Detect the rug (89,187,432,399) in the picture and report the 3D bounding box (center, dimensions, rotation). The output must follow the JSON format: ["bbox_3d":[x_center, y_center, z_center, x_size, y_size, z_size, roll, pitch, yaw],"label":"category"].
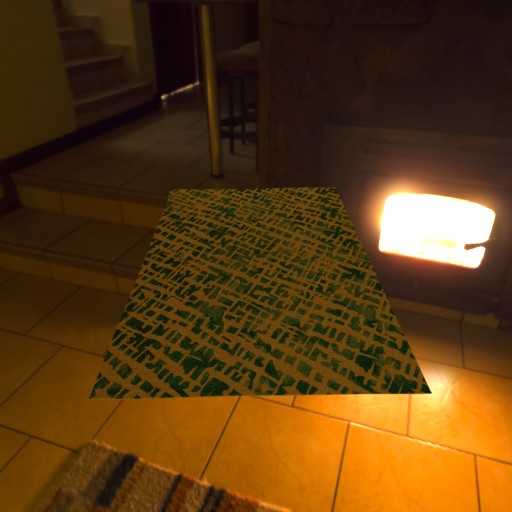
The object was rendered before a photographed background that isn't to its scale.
[{"bbox_3d":[0.000,0.000,3.015,1.520,0.011,2.447,-1,31,-1],"label":"rug"}]
